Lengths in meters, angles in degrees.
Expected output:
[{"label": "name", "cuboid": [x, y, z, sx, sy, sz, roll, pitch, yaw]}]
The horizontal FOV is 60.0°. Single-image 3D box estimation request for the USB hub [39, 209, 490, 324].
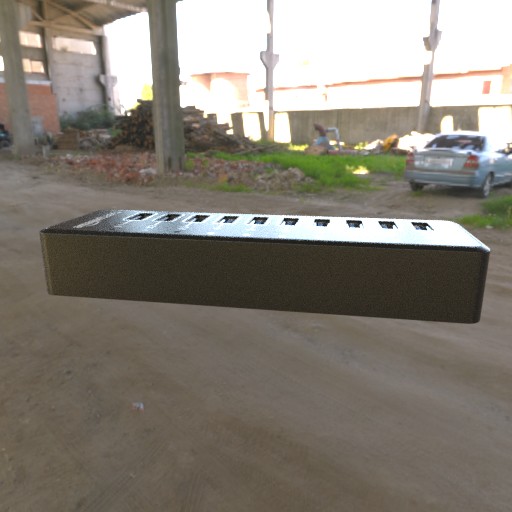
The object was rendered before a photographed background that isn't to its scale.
[{"label": "USB hub", "cuboid": [0.000, 0.000, 0.161, 0.145, 0.023, 0.044, 3, 16, 10]}]
